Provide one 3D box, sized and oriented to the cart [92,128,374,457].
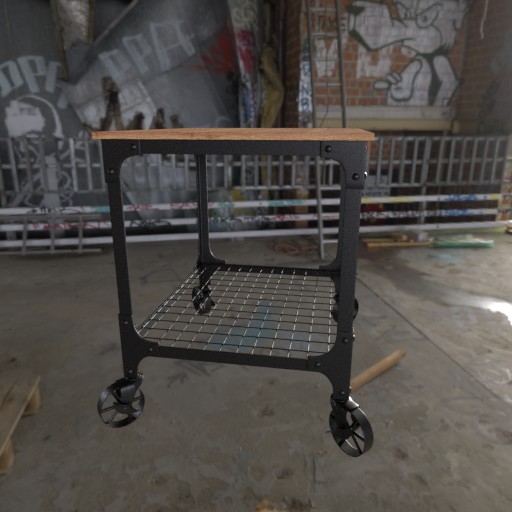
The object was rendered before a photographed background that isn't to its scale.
[{"bbox_3d":[0.000,0.000,1.100,0.558,0.603,0.666,3,17,10],"label":"cart"}]
